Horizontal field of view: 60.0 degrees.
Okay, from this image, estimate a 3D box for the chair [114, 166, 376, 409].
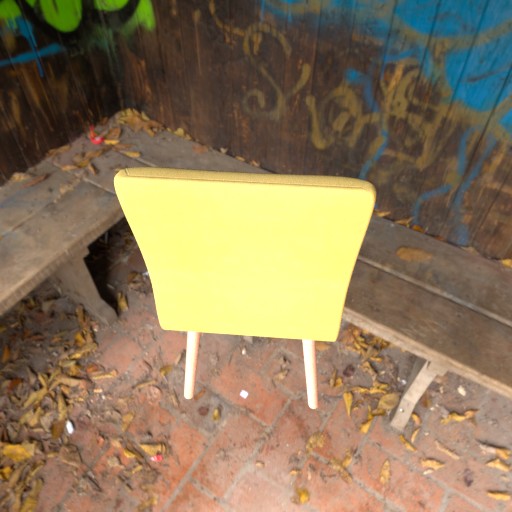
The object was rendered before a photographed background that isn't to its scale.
[{"bbox_3d":[0.000,0.000,1.264,0.450,0.965,0.550,3,48,3],"label":"chair"}]
